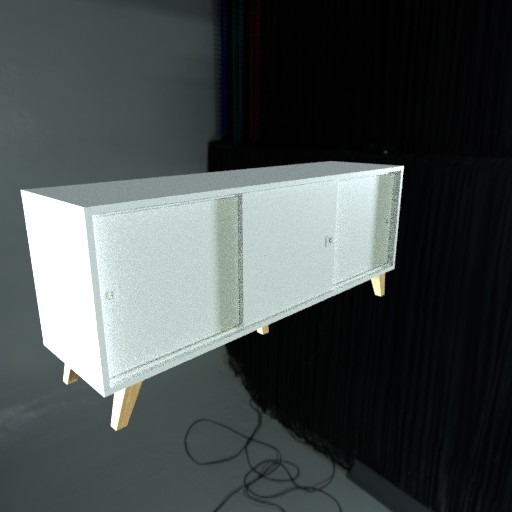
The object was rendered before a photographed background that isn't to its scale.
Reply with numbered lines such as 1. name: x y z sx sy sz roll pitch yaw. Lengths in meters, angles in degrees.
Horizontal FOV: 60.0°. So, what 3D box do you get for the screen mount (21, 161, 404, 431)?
1. screen mount: 0.000 0.000 1.716 0.400 0.619 1.490 16 23 43
